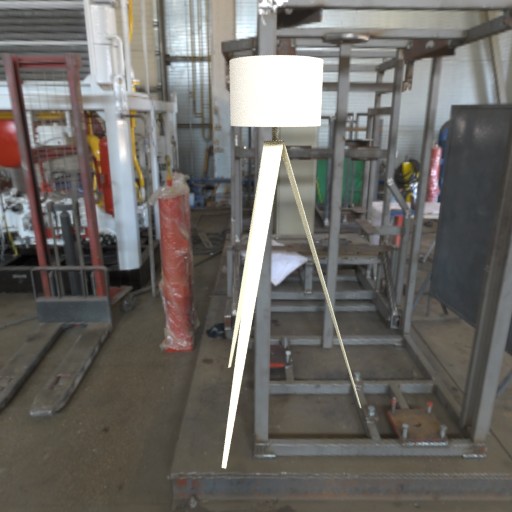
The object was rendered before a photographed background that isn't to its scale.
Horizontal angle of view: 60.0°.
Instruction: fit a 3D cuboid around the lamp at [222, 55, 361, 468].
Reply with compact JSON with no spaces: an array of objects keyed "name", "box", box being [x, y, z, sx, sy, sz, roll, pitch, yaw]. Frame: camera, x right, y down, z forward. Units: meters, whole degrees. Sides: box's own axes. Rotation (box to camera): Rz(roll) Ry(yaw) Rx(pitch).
[{"name":"lamp","box":[0.000,0.000,1.885,0.716,1.524,0.724,17,24,42]}]
